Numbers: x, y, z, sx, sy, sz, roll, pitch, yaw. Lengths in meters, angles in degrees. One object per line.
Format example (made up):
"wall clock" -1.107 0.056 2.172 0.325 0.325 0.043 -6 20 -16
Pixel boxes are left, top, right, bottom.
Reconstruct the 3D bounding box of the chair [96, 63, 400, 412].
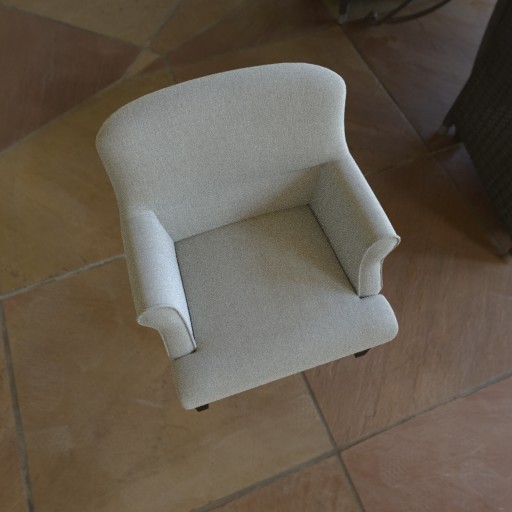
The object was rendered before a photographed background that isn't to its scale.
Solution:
"chair" 0.000 0.000 1.453 0.781 0.875 0.750 -17 64 -8
